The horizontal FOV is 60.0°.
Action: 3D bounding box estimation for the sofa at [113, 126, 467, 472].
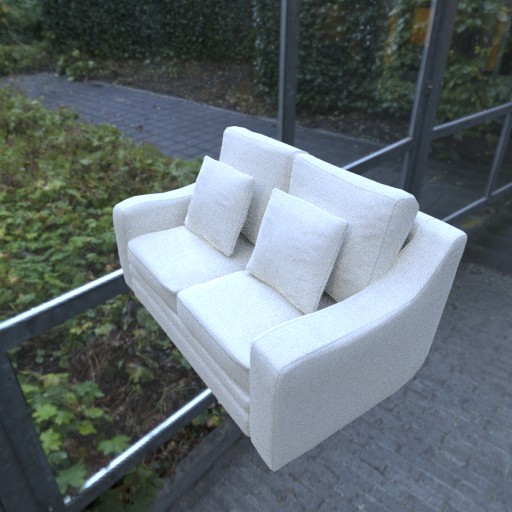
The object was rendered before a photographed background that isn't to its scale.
[{"bbox_3d":[0.000,0.000,2.397,1.040,1.047,1.744,-20,37,-29],"label":"sofa"}]
